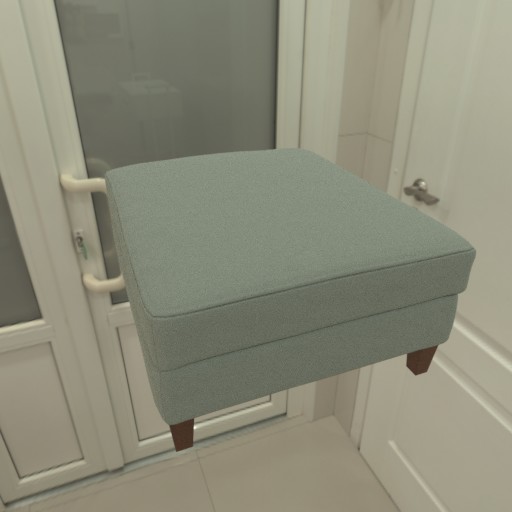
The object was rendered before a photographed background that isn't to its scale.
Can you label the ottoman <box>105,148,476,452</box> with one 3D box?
[{"bbox_3d":[0.000,0.000,1.462,0.842,0.494,0.991,-11,31,-19],"label":"ottoman"}]
